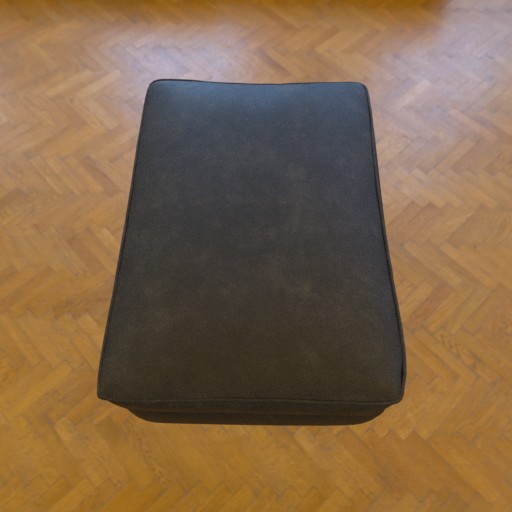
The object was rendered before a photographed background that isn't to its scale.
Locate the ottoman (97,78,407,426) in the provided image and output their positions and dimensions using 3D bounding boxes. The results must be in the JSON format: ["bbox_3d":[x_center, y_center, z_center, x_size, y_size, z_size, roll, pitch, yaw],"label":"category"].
[{"bbox_3d":[0.000,0.000,0.937,0.501,0.413,0.665,1,64,0],"label":"ottoman"}]
